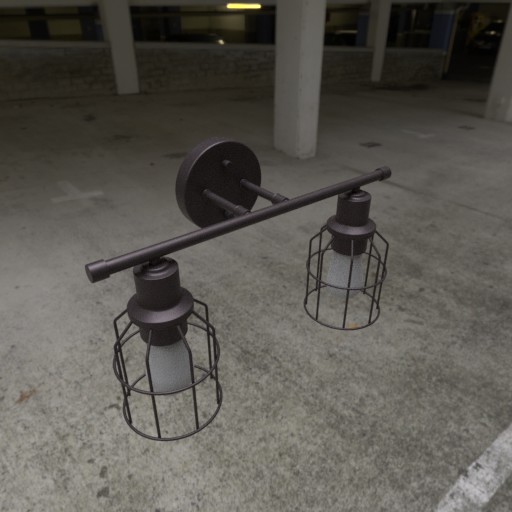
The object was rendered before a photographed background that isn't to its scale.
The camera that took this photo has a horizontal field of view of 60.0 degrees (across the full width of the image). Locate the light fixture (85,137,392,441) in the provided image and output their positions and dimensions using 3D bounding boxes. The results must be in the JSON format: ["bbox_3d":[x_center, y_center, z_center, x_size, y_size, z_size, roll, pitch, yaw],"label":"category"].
[{"bbox_3d":[0.000,0.000,0.539,0.406,0.254,0.165,-22,37,-33],"label":"light fixture"}]
